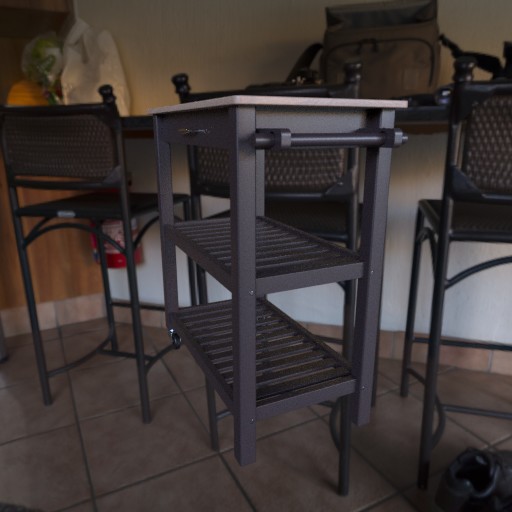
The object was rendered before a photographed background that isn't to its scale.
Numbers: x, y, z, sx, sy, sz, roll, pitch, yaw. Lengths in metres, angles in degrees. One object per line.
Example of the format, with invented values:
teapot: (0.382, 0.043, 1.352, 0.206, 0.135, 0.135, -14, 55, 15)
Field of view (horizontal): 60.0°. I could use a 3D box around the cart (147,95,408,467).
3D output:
cart: (0.000, 0.000, 1.442, 0.457, 0.927, 0.899, -8, 18, -24)
